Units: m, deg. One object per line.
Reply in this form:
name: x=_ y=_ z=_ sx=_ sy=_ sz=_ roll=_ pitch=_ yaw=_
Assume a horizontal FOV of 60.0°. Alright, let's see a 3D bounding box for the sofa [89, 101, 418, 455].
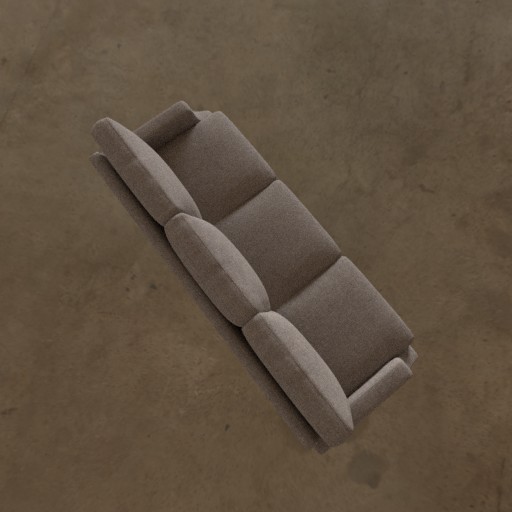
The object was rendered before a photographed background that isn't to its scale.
sofa: x=0.000 y=0.000 z=2.638 sx=0.888 sy=0.984 sz=2.115 roll=-37 pitch=78 yaw=-9
